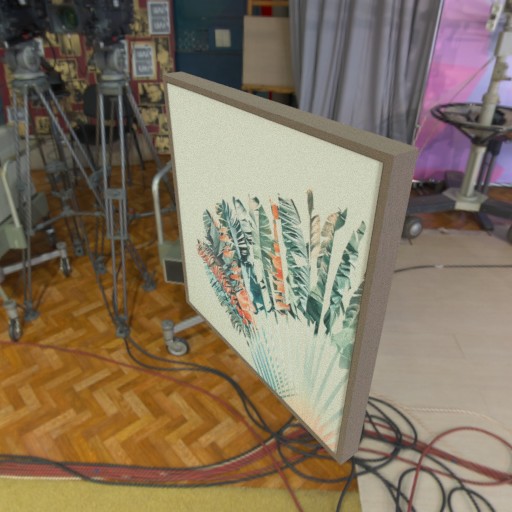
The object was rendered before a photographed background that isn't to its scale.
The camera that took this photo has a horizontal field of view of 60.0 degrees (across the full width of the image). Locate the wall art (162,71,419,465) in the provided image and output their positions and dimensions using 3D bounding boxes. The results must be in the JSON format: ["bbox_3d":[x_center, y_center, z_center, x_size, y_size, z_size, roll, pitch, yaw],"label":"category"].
[{"bbox_3d":[0.000,0.000,0.747,0.038,0.506,0.508,-21,38,-30],"label":"wall art"}]
